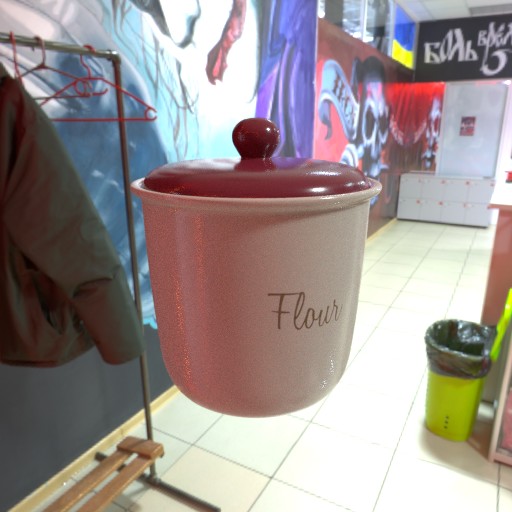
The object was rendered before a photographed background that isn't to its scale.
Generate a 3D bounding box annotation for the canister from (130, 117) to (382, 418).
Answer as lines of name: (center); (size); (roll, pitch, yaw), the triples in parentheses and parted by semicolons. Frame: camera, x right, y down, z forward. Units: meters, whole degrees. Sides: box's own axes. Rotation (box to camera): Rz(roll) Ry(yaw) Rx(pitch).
canister: (0.000, 0.000, 0.348); (0.182, 0.208, 0.182); (0, 16, 0)
